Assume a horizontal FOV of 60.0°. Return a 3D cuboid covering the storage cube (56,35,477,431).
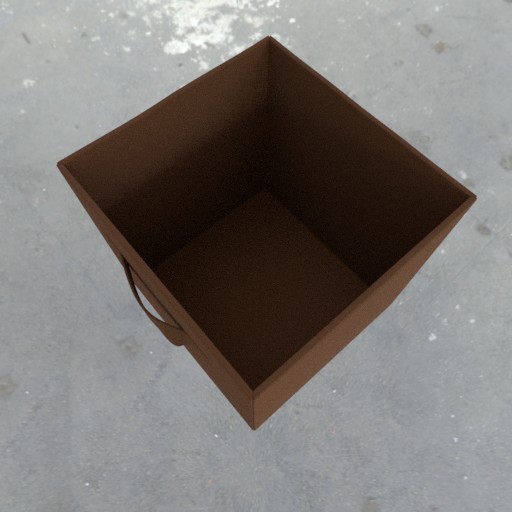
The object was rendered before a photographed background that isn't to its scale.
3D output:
[{"bbox_3d":[0.000,0.000,0.503,0.270,0.280,0.270,-38,70,-16],"label":"storage cube"}]
